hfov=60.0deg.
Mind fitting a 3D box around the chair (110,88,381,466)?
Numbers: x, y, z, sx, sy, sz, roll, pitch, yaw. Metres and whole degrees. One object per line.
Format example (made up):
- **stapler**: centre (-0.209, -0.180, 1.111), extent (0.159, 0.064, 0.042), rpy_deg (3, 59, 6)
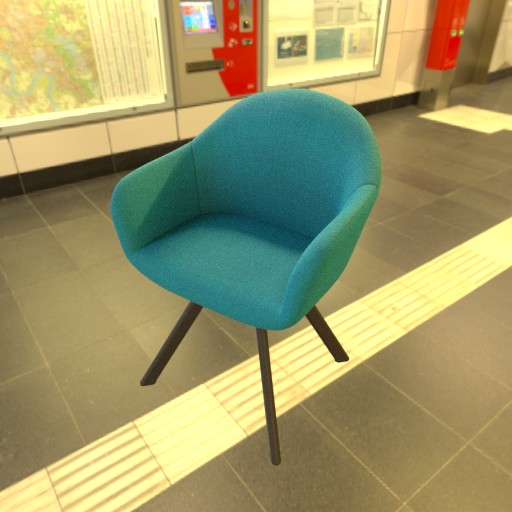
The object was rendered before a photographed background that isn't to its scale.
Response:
- **chair**: centre (0.000, 0.000, 1.215), extent (0.590, 0.795, 0.550), rpy_deg (19, 36, 28)
